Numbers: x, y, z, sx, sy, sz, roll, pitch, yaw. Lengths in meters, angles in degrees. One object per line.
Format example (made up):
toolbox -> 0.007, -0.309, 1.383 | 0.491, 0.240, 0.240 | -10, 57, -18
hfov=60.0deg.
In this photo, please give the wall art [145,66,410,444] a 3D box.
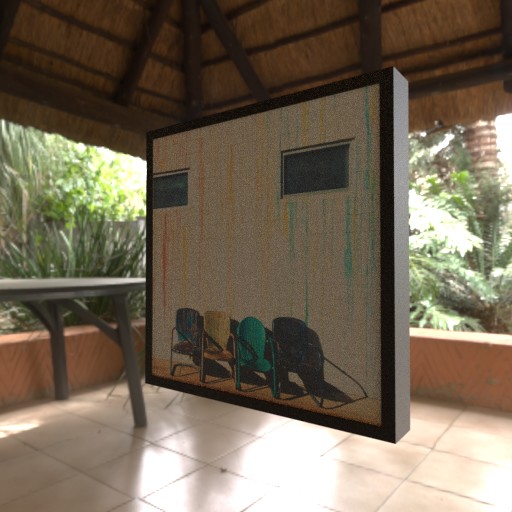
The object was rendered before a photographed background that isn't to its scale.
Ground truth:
wall art -> 0.000, 0.000, 0.460 | 0.304, 0.304, 0.038 | -1, -1, 36
